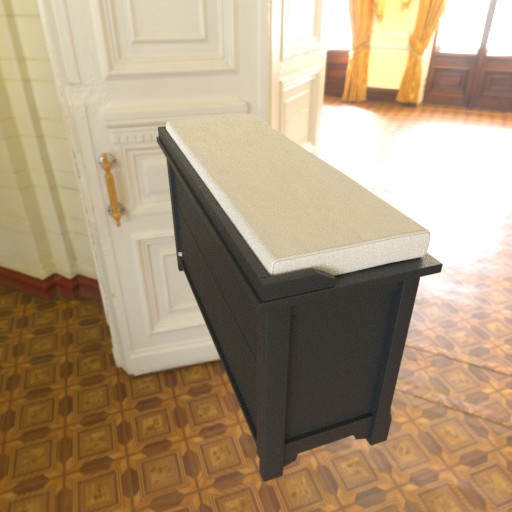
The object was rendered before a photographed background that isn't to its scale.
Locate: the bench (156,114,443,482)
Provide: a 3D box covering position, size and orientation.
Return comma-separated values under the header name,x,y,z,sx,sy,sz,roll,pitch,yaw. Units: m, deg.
name,x,y,z,sx,sy,sz,roll,pitch,yaw
bench,0.000,0.000,1.231,0.345,0.561,0.973,-11,32,-17
